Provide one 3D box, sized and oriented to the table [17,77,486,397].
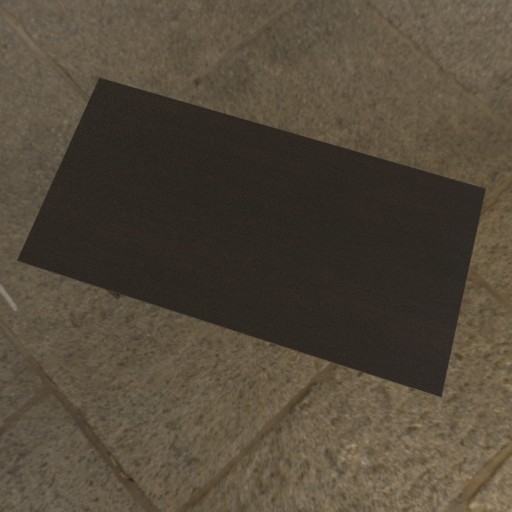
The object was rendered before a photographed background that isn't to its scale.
[{"bbox_3d":[0.000,0.000,1.356,0.991,0.660,0.499,17,77,4],"label":"table"}]
